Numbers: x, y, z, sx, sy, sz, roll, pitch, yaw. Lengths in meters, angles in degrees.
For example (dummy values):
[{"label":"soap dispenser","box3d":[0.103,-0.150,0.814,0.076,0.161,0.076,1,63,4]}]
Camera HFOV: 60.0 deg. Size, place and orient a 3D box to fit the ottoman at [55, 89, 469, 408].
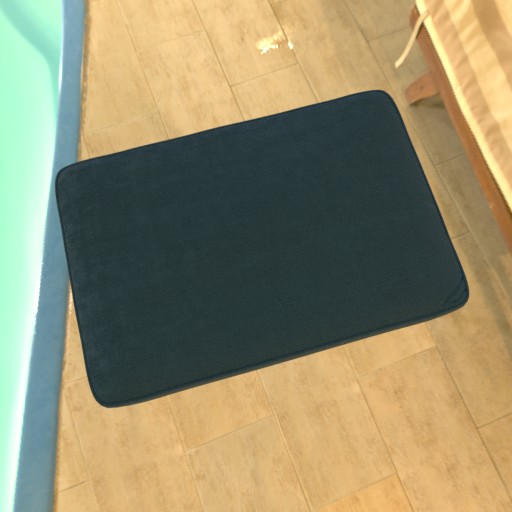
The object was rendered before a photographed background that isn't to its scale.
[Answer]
[{"label":"ottoman","box3d":[0.000,0.000,1.205,0.862,0.484,0.583,-15,75,-4]}]
